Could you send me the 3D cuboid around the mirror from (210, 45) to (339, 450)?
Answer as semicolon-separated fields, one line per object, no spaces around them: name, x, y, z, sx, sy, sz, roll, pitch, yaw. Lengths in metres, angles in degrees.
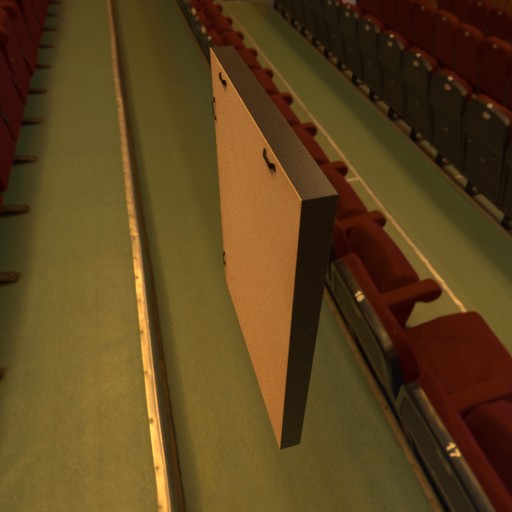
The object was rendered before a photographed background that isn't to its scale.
mirror;0.000;0.000;0.706;0.041;0.508;0.405;-11;44;-11
